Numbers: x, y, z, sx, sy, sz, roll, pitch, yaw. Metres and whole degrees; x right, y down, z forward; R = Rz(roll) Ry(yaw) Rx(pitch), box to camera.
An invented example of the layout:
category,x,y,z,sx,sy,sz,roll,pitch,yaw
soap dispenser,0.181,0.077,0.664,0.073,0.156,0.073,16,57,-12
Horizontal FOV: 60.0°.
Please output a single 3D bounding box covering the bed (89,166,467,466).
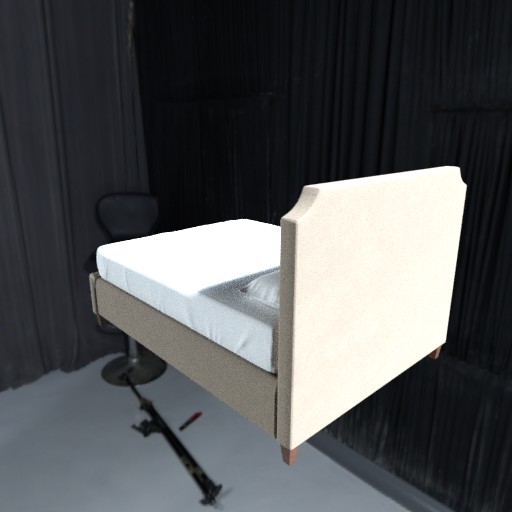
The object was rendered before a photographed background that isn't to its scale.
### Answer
category,x,y,z,sx,sy,sz,roll,pitch,yaw
bed,0.000,0.000,3.393,1.703,1.415,2.329,-15,22,-41
